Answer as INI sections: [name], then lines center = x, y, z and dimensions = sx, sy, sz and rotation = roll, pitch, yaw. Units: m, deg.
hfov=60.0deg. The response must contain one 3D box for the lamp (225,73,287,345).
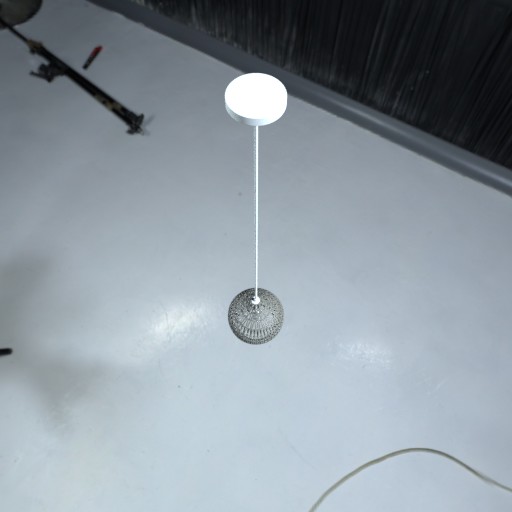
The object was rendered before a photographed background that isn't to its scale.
[lamp]
center = 0.000, 0.000, 2.045
dimensions = 0.355, 1.919, 0.355
rotation = 31, 67, 14
